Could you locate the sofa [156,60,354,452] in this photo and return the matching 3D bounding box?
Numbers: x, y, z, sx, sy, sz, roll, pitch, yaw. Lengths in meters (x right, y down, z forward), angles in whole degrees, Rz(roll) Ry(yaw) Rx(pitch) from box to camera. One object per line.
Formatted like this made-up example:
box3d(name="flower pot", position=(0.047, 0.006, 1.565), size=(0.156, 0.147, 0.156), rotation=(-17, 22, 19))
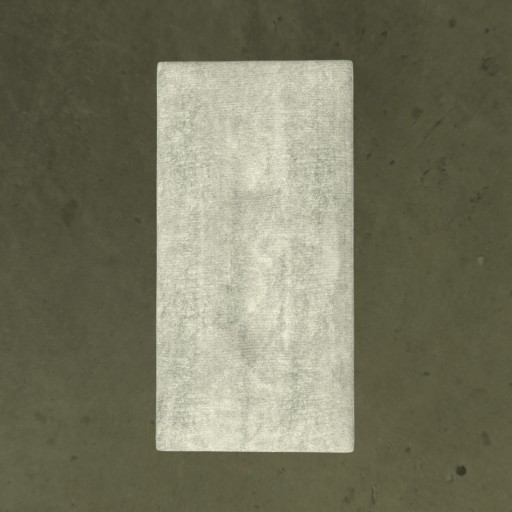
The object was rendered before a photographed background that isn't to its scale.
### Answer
box3d(name="sofa", position=(0.000, 0.000, 1.152), size=(0.480, 0.330, 0.930), rotation=(0, 89, 1))
